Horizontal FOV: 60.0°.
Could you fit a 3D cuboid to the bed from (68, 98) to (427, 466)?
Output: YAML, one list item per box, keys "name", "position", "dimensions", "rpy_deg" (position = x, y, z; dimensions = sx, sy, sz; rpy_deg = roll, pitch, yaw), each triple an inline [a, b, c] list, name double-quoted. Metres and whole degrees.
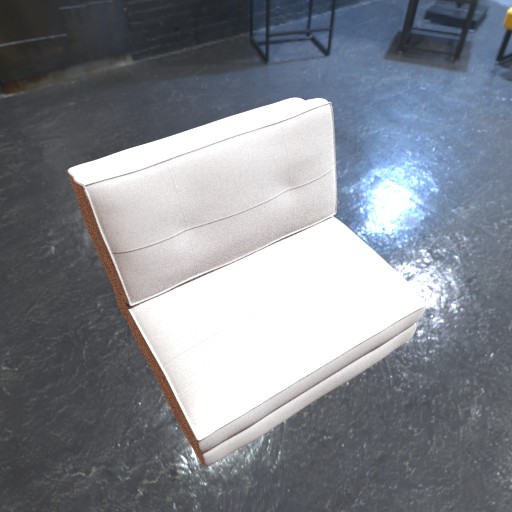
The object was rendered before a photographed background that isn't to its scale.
- name: "bed"
  position: [0.000, 0.000, 1.326]
  dimensions: [0.799, 0.614, 0.749]
  rpy_deg: [-25, 51, -21]
